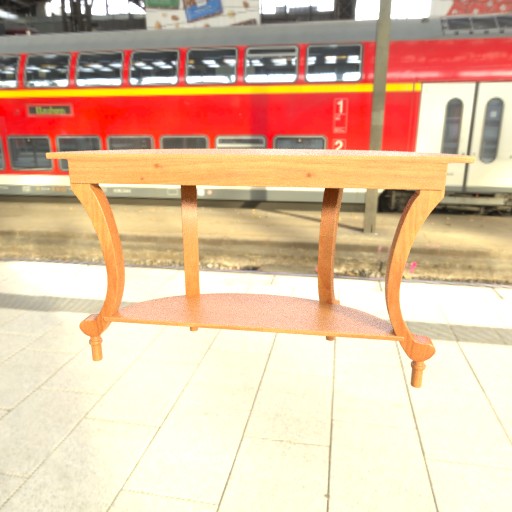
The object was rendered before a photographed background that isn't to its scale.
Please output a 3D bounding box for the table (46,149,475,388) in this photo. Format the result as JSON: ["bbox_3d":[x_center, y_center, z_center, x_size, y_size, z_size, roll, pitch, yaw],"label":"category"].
[{"bbox_3d":[0.000,0.000,1.504,1.198,0.692,0.394,2,16,9],"label":"table"}]
